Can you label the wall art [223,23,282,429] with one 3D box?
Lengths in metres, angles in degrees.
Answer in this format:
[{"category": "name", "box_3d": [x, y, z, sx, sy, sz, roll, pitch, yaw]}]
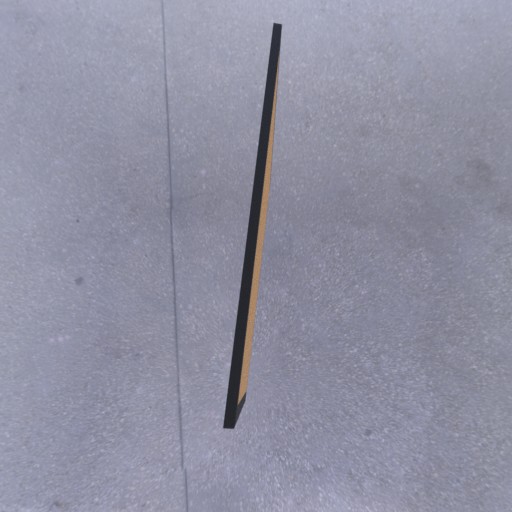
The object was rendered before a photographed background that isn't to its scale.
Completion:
[{"category": "wall art", "box_3d": [0.000, 0.000, 0.998, 0.016, 0.659, 0.663, 6, 75, 2]}]
